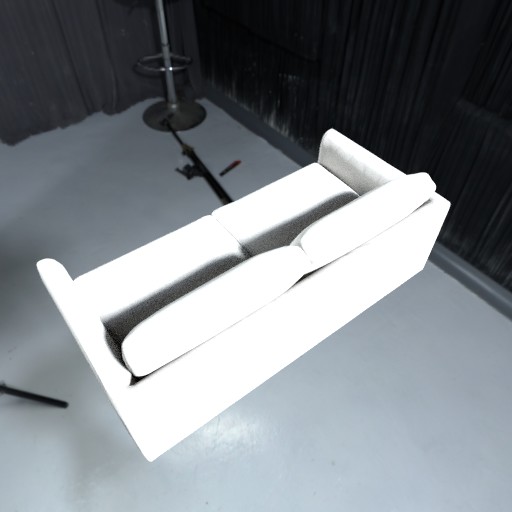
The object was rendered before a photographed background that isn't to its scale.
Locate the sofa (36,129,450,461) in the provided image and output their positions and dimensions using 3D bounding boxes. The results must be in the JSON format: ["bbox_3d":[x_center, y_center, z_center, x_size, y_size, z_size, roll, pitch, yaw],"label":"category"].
[{"bbox_3d":[0.000,0.000,2.755,2.588,0.838,1.090,-29,54,-24],"label":"sofa"}]
